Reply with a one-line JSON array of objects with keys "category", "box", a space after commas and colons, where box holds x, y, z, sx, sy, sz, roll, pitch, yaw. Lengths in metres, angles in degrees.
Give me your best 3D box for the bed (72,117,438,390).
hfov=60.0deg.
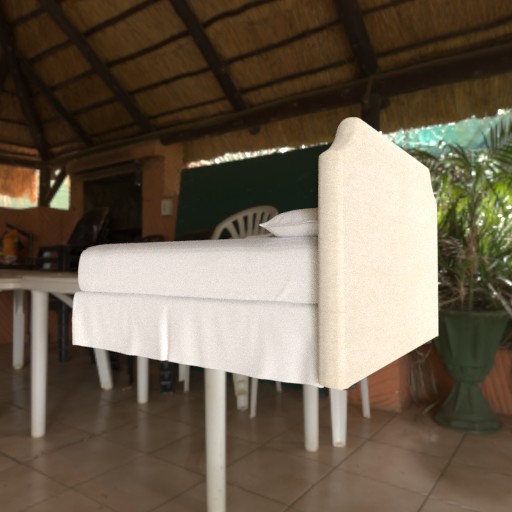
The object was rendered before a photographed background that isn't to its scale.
[{"category": "bed", "box": [0.000, 0.000, 3.271, 2.164, 1.297, 1.828, -1, -1, 34]}]
